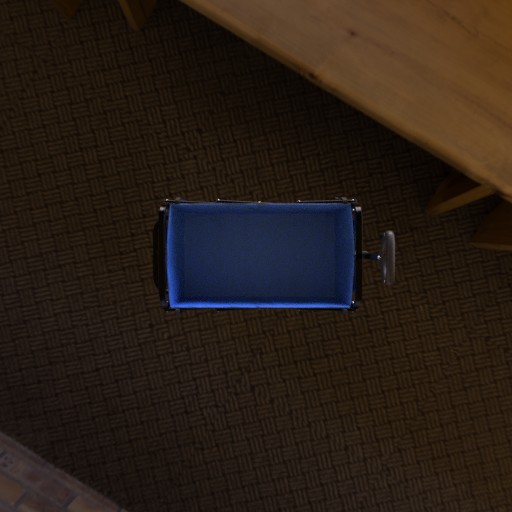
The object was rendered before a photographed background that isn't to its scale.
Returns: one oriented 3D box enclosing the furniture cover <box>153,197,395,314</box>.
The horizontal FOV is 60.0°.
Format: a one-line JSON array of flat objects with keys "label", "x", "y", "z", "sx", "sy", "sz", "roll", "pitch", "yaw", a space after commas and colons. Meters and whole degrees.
[{"label": "furniture cover", "x": 0.000, "y": 0.000, "z": 1.856, "sx": 1.038, "sy": 1.295, "sz": 0.532, "roll": 0, "pitch": 91, "yaw": 0}]
